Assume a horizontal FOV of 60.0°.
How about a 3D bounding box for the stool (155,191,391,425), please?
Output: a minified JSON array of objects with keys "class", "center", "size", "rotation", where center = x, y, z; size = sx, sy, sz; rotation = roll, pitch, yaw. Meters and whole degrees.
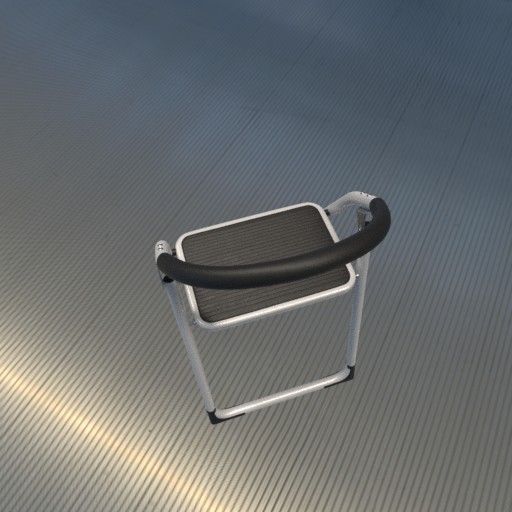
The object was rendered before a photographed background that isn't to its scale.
[{"class":"stool","center":[0.000,0.000,1.104],"size":[0.453,0.760,0.559],"rotation":[-15,60,-9]}]
